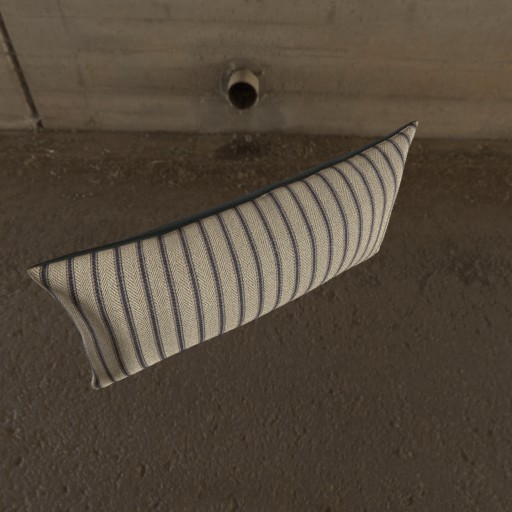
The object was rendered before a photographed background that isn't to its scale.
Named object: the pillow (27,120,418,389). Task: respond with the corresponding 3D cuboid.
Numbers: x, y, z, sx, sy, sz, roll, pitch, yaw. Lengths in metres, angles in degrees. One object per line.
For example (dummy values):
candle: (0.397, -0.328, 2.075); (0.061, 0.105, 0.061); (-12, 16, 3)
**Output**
pillow: (0.000, 0.000, 0.713); (0.609, 0.305, 0.151); (-23, 50, -21)
